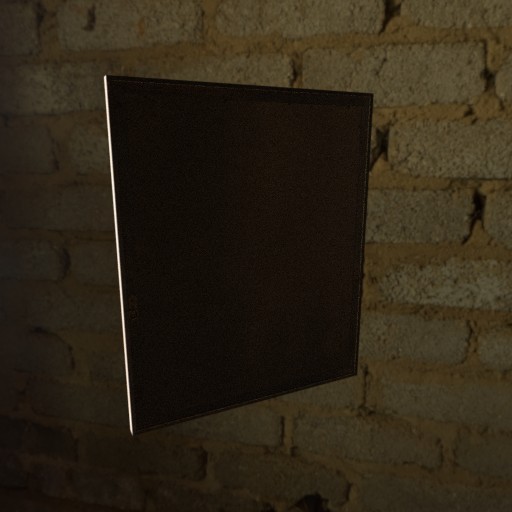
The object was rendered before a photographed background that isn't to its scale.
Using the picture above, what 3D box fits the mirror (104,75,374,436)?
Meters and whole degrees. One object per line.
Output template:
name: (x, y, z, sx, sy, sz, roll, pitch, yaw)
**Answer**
mirror: (0.000, 0.000, 1.222, 0.730, 0.882, 0.032, -6, 15, -25)
